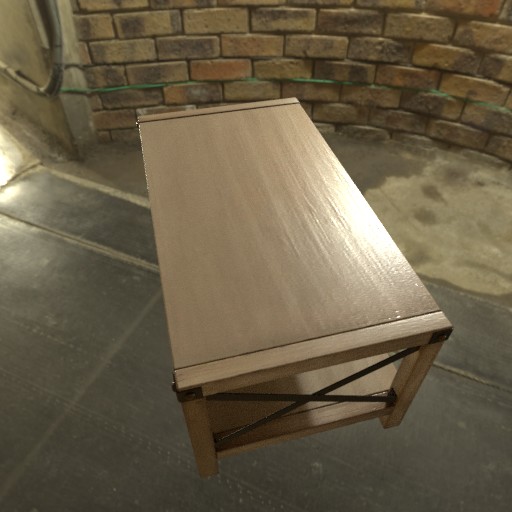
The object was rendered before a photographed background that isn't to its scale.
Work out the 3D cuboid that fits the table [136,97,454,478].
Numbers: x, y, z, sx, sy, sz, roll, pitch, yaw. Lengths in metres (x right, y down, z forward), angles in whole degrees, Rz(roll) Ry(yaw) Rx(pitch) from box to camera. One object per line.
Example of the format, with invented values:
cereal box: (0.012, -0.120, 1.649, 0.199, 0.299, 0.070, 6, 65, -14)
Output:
table: (0.000, 0.000, 1.318, 0.559, 0.456, 1.016, -10, 47, -10)
